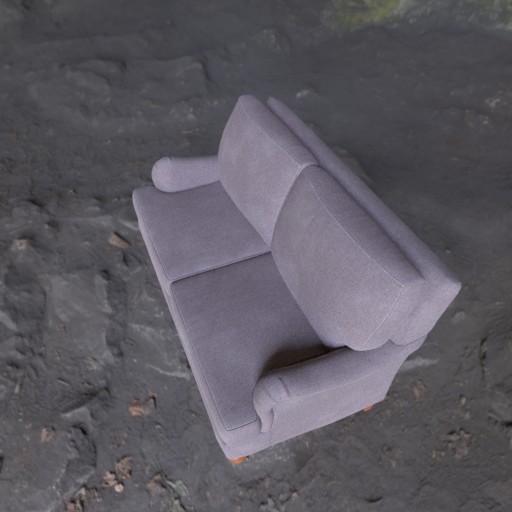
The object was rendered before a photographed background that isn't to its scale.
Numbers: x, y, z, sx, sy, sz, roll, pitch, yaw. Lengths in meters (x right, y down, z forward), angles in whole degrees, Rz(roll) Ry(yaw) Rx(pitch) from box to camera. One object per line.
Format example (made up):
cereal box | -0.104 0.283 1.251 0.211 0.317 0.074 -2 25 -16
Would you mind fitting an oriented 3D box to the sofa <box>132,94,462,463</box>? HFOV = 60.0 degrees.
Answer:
sofa | 0.000 0.000 2.535 1.084 1.101 1.853 -17 48 -16
